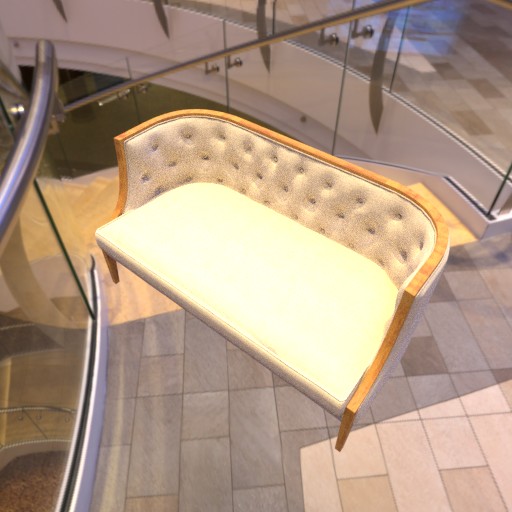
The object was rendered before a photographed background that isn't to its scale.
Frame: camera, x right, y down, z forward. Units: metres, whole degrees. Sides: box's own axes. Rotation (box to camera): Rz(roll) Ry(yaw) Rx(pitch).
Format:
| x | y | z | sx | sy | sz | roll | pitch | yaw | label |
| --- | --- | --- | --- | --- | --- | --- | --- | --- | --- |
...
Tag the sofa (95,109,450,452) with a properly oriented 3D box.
| x | y | z | sx | sy | sz | roll | pitch | yaw | label |
| --- | --- | --- | --- | --- | --- | --- | --- | --- | --- |
| 0.000 | 0.000 | 2.008 | 1.474 | 0.775 | 0.770 | 30 | 53 | 26 | sofa |
